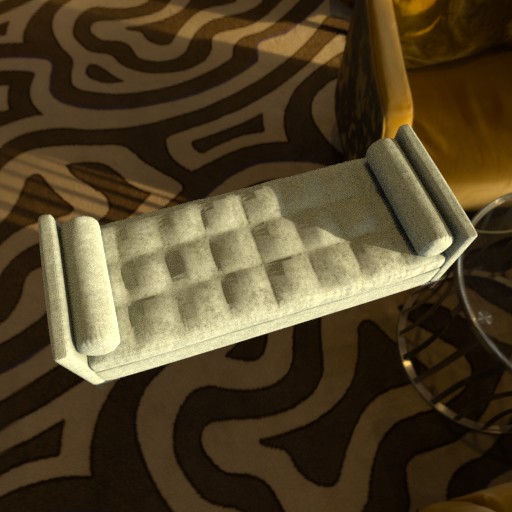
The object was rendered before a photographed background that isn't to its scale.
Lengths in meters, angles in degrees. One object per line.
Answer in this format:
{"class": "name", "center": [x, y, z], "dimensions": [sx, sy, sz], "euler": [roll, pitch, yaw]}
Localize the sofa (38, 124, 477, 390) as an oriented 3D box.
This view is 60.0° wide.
{"class": "sofa", "center": [0.000, 0.000, 2.497], "dimensions": [2.102, 0.657, 0.797], "euler": [-16, 64, -8]}
